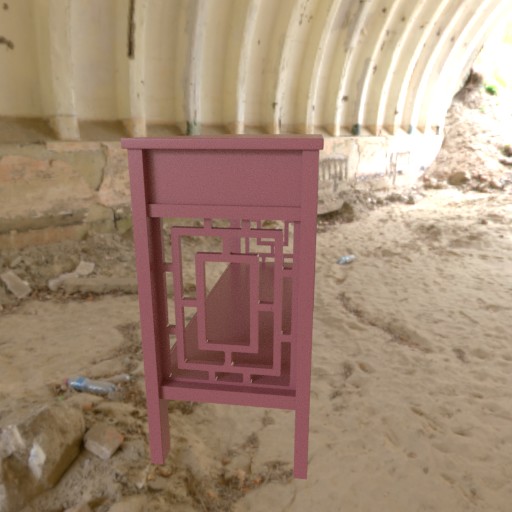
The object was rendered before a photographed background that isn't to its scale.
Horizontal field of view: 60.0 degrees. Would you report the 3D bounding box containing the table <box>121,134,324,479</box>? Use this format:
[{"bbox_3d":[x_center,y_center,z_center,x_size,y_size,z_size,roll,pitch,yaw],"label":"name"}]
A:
[{"bbox_3d":[0.000,0.000,1.435,0.397,0.753,1.068,2,16,8],"label":"table"}]
